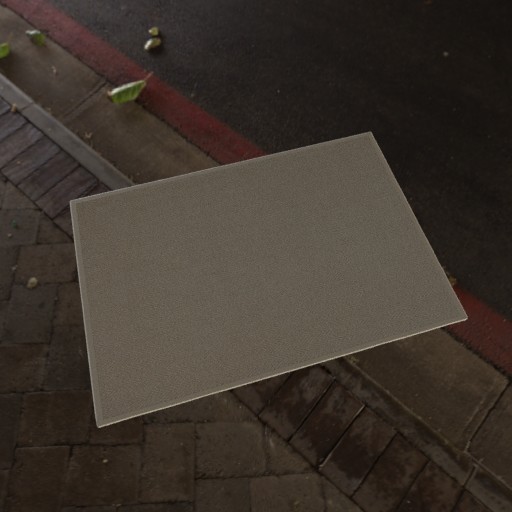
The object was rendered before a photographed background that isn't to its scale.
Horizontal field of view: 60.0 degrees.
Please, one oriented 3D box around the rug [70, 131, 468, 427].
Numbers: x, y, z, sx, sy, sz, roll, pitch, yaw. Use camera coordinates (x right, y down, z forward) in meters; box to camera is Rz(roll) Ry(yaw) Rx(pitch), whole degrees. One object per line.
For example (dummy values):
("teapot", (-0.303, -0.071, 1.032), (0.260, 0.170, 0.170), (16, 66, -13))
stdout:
("rug", (0.000, 0.000, 2.877), (2.244, 0.017, 1.532), (-14, 64, -7))
